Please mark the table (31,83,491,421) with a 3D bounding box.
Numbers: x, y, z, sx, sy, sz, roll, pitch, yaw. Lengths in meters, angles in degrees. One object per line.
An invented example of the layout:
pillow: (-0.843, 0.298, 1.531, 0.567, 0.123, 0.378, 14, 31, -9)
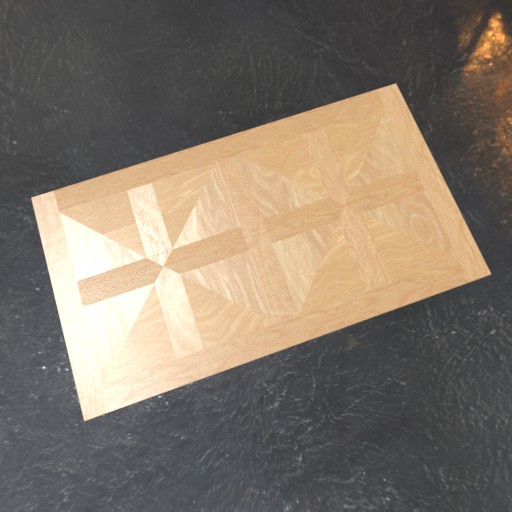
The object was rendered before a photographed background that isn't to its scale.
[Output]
table: (0.000, 0.000, 1.626, 1.270, 0.507, 0.711, -19, 76, -5)
